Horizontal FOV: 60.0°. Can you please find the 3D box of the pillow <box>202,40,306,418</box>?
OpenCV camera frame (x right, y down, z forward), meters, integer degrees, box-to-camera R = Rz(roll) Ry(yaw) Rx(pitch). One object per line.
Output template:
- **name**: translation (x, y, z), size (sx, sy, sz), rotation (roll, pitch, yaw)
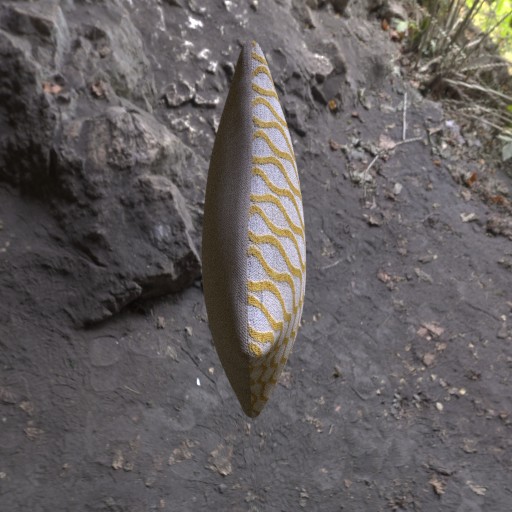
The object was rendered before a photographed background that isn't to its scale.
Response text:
- **pillow**: translation (0.000, 0.000, 0.679), size (0.159, 0.436, 0.429), rotation (-1, 62, -1)
